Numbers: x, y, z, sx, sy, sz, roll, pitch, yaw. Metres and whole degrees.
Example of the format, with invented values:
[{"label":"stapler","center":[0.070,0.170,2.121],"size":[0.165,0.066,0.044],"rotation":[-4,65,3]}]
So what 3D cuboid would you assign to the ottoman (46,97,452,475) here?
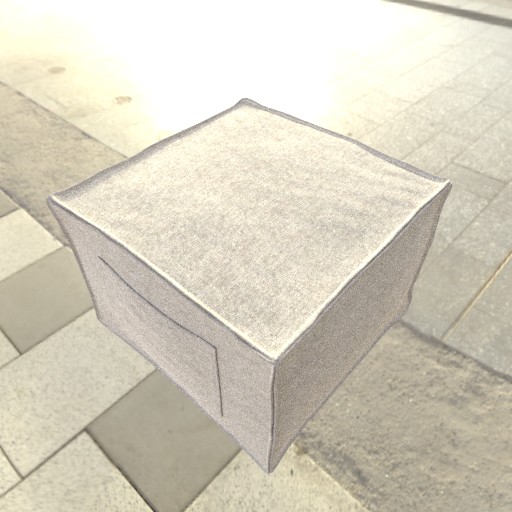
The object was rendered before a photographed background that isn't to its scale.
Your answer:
[{"label":"ottoman","center":[0.000,0.000,1.169],"size":[0.707,0.470,0.696],"rotation":[31,52,28]}]
